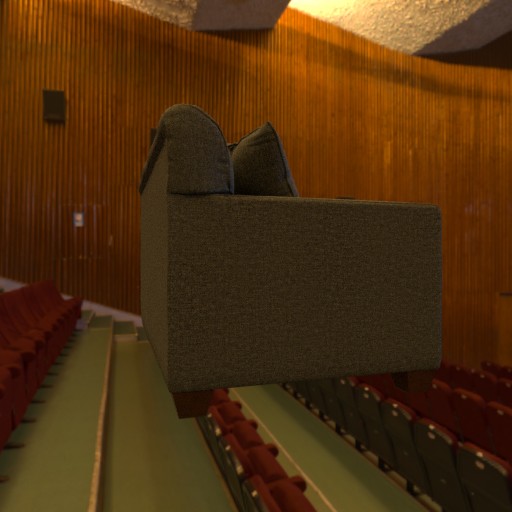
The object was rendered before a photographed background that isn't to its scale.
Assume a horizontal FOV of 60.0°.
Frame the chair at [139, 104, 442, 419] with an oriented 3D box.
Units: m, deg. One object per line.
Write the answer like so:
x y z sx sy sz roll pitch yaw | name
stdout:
0.000 0.000 2.048 1.000 0.948 1.383 0 0 -18 | chair
